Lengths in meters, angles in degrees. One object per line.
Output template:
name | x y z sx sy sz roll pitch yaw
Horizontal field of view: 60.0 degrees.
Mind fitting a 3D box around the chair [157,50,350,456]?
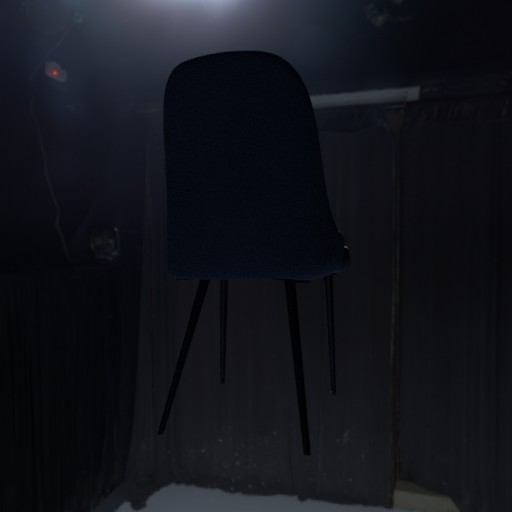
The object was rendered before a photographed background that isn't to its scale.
chair | 0.000 0.000 1.239 0.478 0.896 0.559 0 1 17
